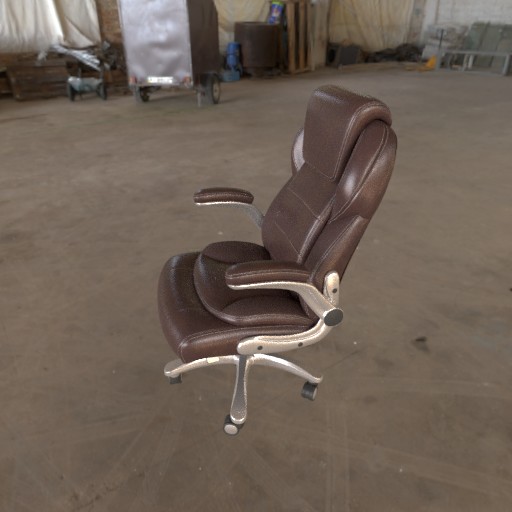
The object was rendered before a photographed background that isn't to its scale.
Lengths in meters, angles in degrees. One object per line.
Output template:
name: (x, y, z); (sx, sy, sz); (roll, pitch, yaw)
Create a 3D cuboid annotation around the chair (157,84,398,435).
chair: (0.000, 0.000, 1.664); (0.774, 1.160, 0.733); (-7, 29, -13)
